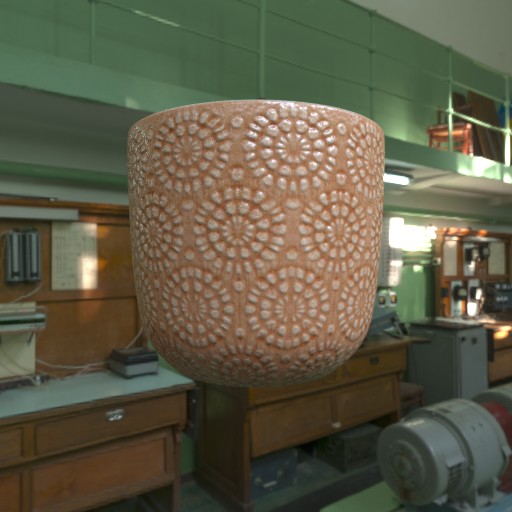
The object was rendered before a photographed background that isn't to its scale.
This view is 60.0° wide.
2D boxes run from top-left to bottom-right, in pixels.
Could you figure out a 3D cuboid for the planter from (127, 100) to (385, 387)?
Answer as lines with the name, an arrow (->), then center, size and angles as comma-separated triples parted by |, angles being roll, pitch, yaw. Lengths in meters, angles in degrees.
planter -> 0.000, 0.000, 0.372 | 0.208, 0.190, 0.208 | 0, 0, 0
